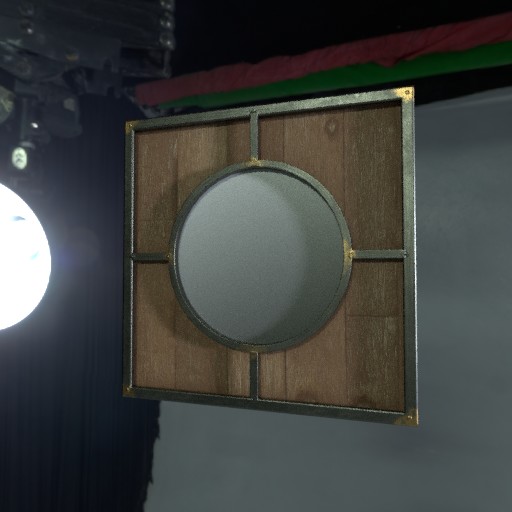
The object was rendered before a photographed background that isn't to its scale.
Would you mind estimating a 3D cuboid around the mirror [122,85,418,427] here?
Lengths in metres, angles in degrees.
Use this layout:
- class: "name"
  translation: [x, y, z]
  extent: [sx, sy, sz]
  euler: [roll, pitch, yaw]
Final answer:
- class: "mirror"
  translation: [0.000, 0.000, 0.561]
  extent: [0.382, 0.381, 0.020]
  euler: [-1, -2, 18]
